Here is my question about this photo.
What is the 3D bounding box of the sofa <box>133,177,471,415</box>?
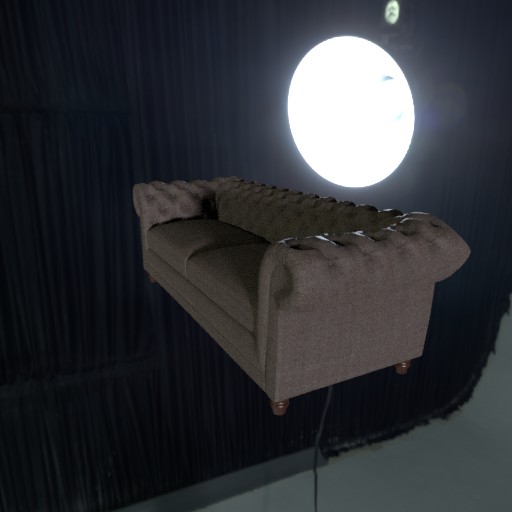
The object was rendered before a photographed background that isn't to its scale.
[{"bbox_3d":[0.000,0.000,2.739,0.944,0.787,2.385,-8,18,-27],"label":"sofa"}]
